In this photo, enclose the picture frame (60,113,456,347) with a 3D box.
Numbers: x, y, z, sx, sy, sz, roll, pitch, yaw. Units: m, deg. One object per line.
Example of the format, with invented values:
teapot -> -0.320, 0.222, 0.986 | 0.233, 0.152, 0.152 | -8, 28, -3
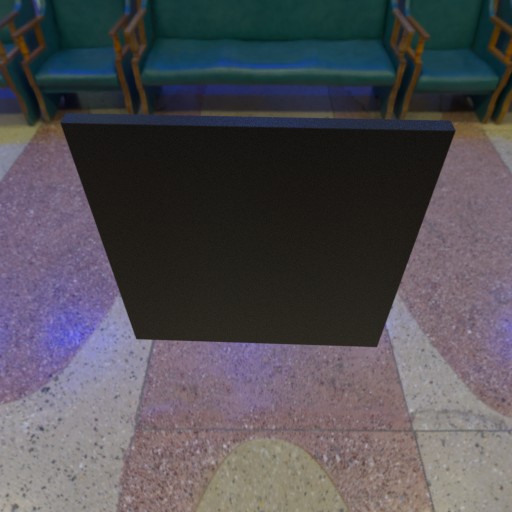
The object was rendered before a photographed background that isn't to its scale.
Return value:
picture frame -> 0.000, 0.000, 0.836 | 0.559, 0.557, 0.029 | 2, 46, 2
